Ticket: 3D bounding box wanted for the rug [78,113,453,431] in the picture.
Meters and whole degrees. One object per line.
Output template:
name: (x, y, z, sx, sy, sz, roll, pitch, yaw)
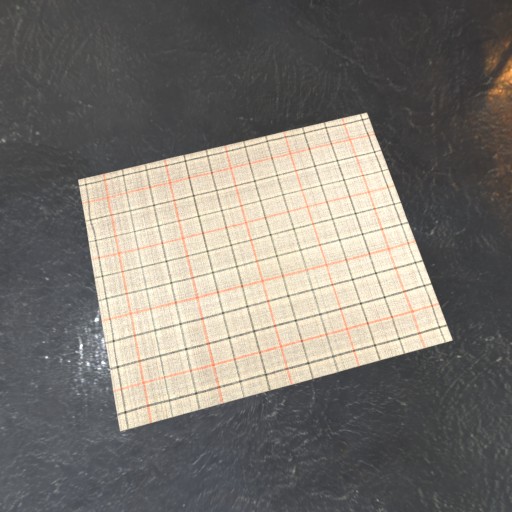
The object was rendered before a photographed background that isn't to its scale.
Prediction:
rug: (0.000, 0.000, 4.232, 3.048, 0.012, 2.444, -14, 75, -4)
